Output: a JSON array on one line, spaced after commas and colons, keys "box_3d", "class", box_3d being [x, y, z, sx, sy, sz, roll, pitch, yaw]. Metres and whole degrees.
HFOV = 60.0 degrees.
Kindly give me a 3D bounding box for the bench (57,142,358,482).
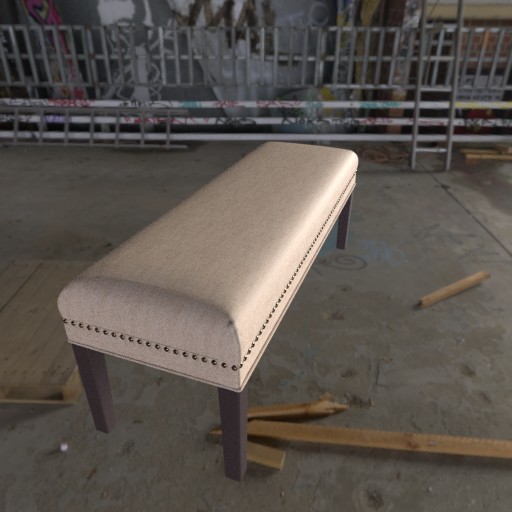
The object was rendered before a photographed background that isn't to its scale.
[{"box_3d": [0.000, 0.000, 1.417, 0.410, 0.457, 1.219, 11, 31, 18], "class": "bench"}]
